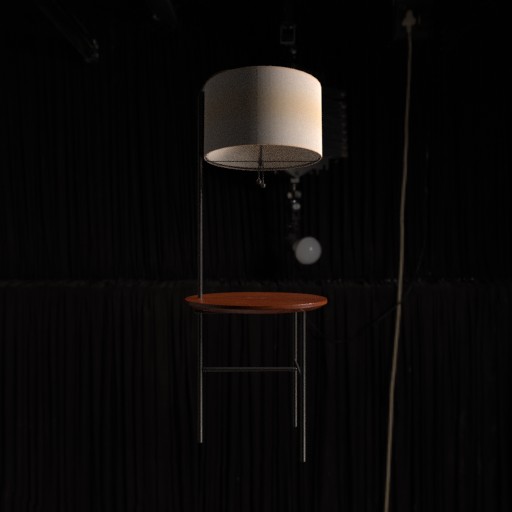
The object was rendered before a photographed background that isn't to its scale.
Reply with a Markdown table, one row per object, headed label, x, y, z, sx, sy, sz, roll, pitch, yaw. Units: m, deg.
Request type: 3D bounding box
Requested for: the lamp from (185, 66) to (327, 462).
| label | x | y | z | sx | sy | sz | roll | pitch | yaw |
| --- | --- | --- | --- | --- | --- | --- | --- | --- | --- |
| lamp | 0.000 | 0.000 | 1.808 | 0.573 | 1.517 | 0.573 | 0 | 0 | 0 |
